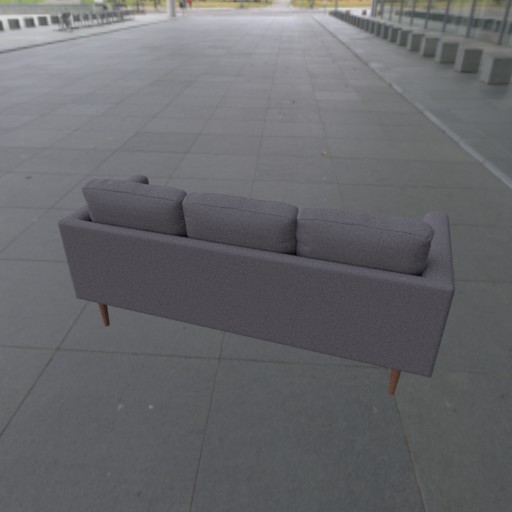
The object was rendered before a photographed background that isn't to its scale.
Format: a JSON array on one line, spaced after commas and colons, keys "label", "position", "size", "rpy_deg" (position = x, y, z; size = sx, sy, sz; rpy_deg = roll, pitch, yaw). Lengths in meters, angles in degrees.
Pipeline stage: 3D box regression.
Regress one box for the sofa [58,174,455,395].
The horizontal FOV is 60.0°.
[{"label": "sofa", "position": [0.000, 0.000, 2.567], "size": [2.029, 0.912, 0.802], "rpy_deg": [10, 32, 16]}]
